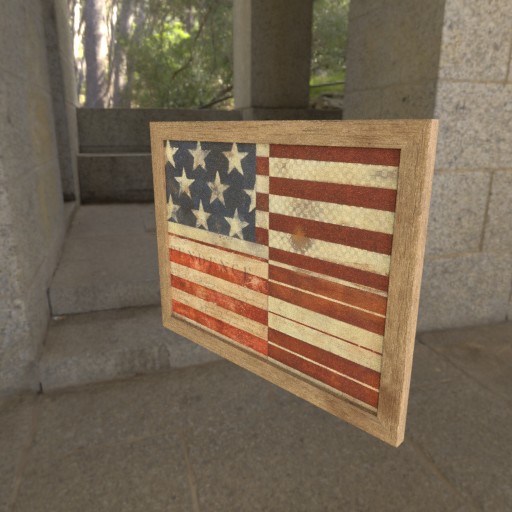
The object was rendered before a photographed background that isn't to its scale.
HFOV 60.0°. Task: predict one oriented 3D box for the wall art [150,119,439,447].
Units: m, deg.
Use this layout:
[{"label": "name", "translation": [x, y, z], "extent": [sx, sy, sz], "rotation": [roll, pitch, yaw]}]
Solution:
[{"label": "wall art", "translation": [0.000, 0.000, 0.917], "extent": [0.690, 0.535, 0.026], "rotation": [15, 22, 42]}]
